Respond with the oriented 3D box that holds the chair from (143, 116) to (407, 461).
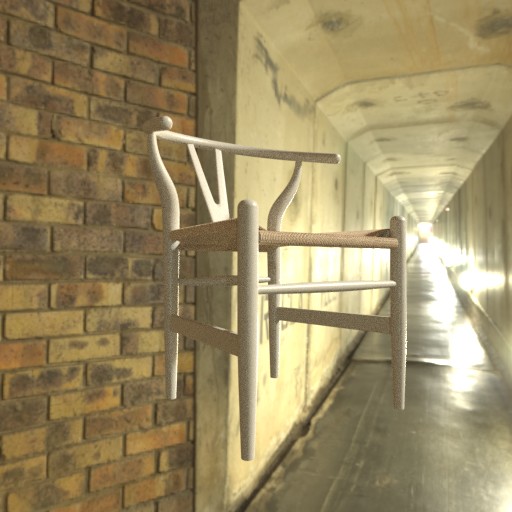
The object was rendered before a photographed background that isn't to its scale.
[{"bbox_3d":[0.000,0.000,1.143,0.569,0.730,0.579,1,-1,-37],"label":"chair"}]
